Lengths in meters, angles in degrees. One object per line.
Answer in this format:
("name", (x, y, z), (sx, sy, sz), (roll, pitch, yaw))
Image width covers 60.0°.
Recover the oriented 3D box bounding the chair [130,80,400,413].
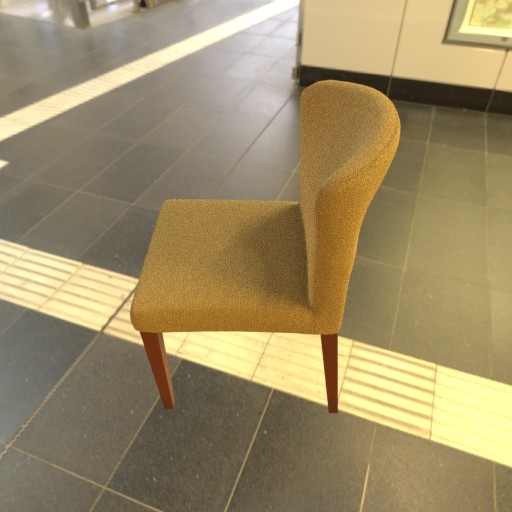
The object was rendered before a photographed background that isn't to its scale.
("chair", (0.000, 0.000, 1.197), (0.589, 0.839, 0.491), (1, 41, 1))
